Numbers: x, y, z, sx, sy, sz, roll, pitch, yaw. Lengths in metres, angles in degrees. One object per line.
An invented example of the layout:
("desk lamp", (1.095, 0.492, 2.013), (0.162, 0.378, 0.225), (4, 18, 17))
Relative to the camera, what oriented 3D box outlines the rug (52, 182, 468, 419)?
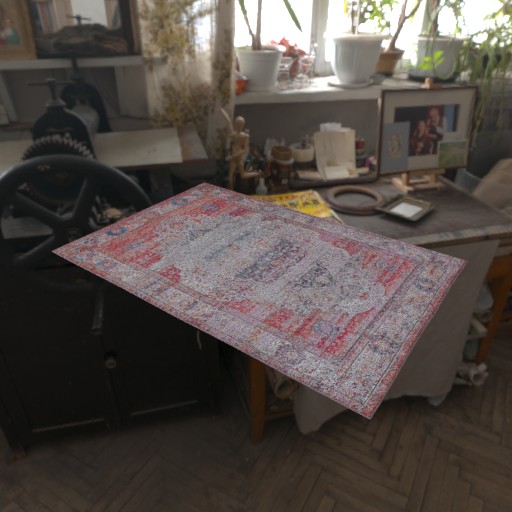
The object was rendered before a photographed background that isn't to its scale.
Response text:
("rug", (0.000, 0.000, 2.335), (1.829, 0.006, 1.219), (21, 37, 30))
